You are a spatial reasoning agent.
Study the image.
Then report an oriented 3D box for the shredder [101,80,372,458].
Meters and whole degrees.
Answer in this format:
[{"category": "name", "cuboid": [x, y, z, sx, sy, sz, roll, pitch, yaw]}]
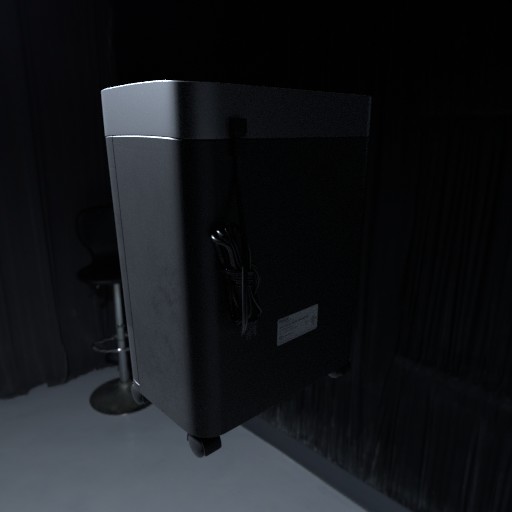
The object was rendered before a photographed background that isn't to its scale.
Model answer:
[{"category": "shredder", "cuboid": [0.000, 0.000, 0.594, 0.311, 0.419, 0.237, -14, 21, -41]}]
